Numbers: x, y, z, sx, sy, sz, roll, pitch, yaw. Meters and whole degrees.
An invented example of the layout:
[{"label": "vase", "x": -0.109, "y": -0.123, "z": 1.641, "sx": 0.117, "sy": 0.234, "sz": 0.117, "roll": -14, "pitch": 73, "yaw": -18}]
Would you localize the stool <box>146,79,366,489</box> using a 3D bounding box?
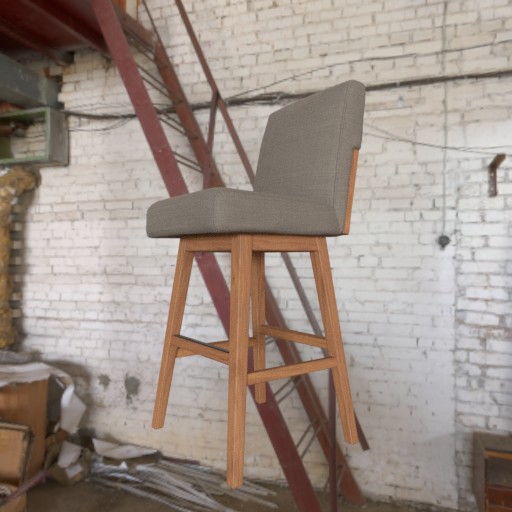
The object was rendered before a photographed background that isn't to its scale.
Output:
[{"label": "stool", "x": 0.000, "y": 0.000, "z": 1.393, "sx": 0.570, "sy": 1.112, "sz": 0.483, "roll": 0, "pitch": 0, "yaw": -36}]
